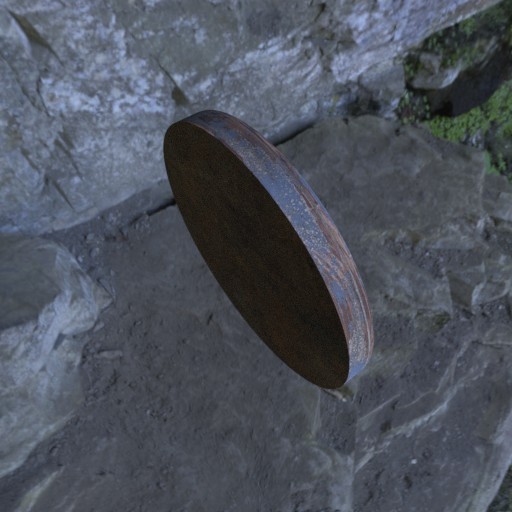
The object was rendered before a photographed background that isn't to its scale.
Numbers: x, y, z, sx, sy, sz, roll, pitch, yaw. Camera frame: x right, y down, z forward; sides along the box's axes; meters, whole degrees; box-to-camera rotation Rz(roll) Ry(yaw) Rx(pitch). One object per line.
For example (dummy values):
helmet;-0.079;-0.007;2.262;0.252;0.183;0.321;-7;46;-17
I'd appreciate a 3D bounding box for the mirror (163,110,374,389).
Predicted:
mirror;0.000;0.000;0.885;0.061;0.585;0.585;-33;64;-18
